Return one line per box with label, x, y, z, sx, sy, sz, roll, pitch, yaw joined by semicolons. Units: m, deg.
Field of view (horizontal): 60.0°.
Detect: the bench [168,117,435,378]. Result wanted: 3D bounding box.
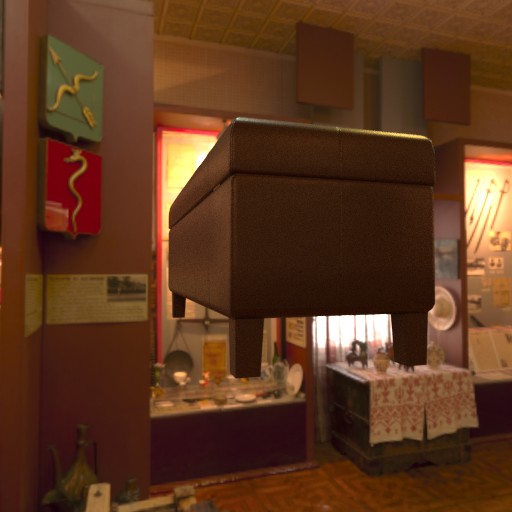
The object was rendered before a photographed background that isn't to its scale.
bench;0.000;0.000;1.326;0.429;0.457;1.092;1;-2;-17
